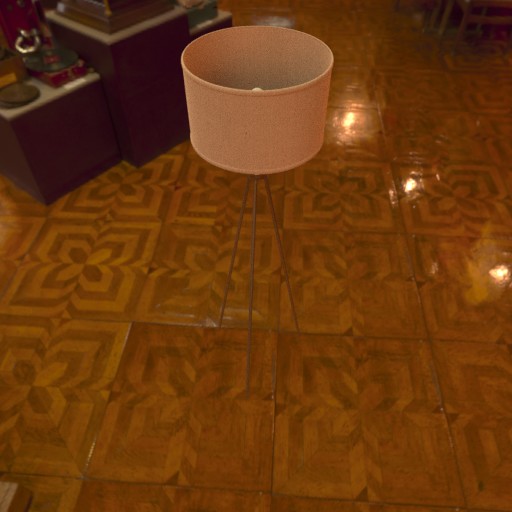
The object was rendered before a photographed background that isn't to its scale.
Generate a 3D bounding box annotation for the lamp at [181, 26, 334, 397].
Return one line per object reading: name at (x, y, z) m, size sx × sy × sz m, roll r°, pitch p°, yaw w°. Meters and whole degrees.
lamp at (0.000, 0.000, 1.743) m, size 0.449 × 1.545 × 0.460 m, roll 5°, pitch 48°, yaw 4°
